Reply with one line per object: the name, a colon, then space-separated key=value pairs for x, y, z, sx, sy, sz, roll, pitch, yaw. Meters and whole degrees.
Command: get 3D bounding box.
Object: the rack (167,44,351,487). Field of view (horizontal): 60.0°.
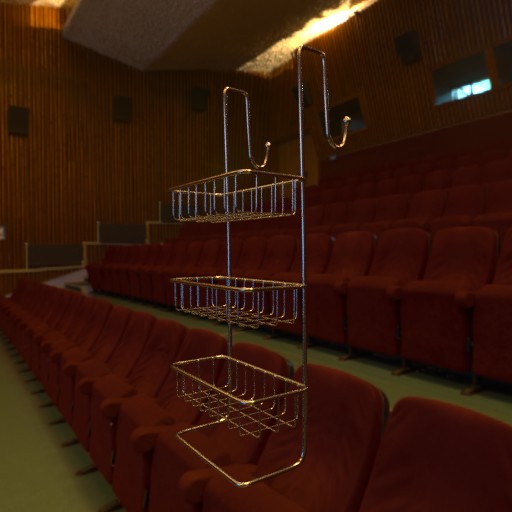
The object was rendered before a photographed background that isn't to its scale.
rack: x=0.000 y=0.000 z=0.677 sx=0.202 sy=0.574 sz=0.228 roll=-1 pitch=1 yaw=-35
